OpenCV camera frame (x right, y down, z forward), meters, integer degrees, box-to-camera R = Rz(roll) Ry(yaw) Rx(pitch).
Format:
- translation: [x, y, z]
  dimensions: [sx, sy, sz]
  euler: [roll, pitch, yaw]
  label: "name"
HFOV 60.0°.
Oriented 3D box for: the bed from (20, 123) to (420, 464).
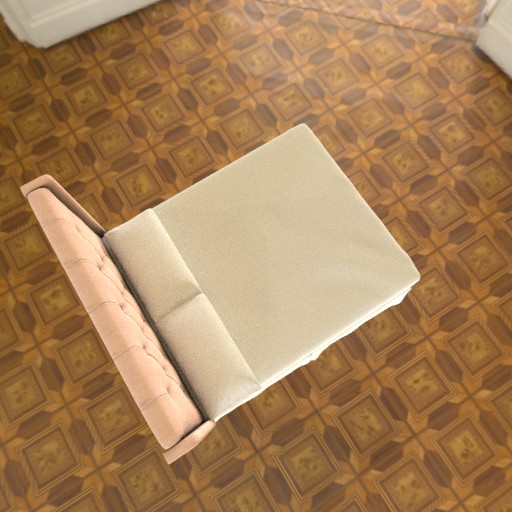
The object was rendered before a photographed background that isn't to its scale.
- translation: [0.000, 0.000, 3.220]
  dimensions: [2.066, 1.665, 1.719]
  euler: [-32, 77, -8]
  label: "bed"
